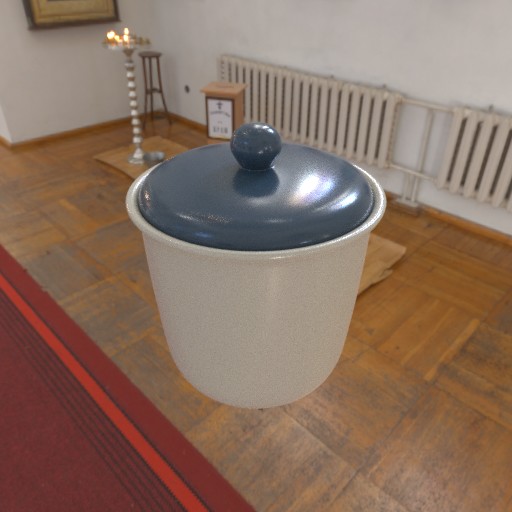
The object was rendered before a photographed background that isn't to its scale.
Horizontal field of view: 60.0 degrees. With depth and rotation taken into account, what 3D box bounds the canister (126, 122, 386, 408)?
[{"bbox_3d":[0.000,0.000,0.350,0.182,0.208,0.182,0,33,0],"label":"canister"}]
